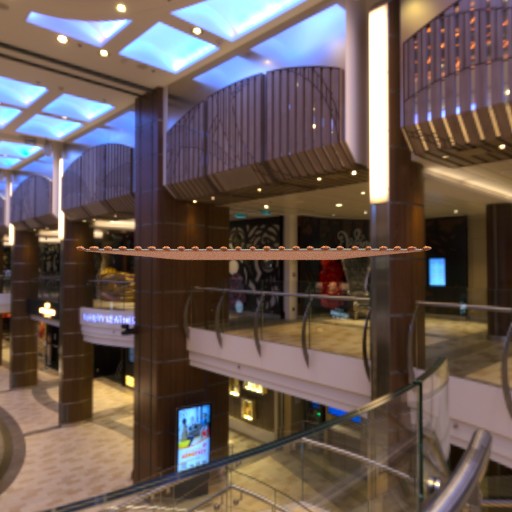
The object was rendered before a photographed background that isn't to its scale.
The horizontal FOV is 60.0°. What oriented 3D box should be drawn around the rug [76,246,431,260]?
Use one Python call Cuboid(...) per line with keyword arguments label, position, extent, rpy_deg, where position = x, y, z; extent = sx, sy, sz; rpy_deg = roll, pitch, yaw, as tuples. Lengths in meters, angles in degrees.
Cuboid(label="rug", position=(0.000, 0.000, 2.568), extent=(1.232, 0.017, 2.092), rpy_deg=(0, -1, 1))
